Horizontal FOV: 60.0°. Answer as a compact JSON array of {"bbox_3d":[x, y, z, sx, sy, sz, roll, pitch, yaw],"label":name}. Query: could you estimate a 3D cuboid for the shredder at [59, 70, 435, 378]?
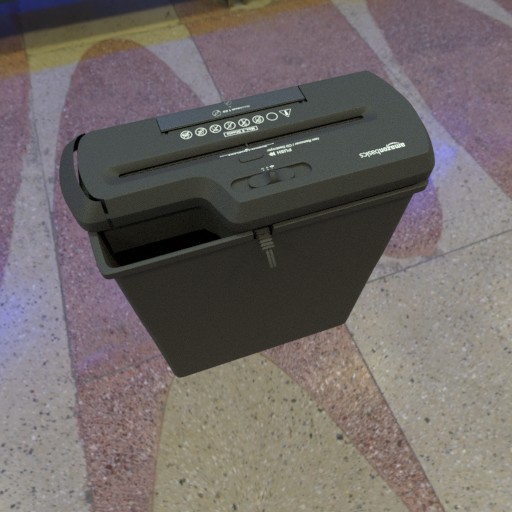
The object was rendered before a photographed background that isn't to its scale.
[{"bbox_3d":[0.000,0.000,0.503,0.320,0.335,0.170,-16,59,-10],"label":"shredder"}]
